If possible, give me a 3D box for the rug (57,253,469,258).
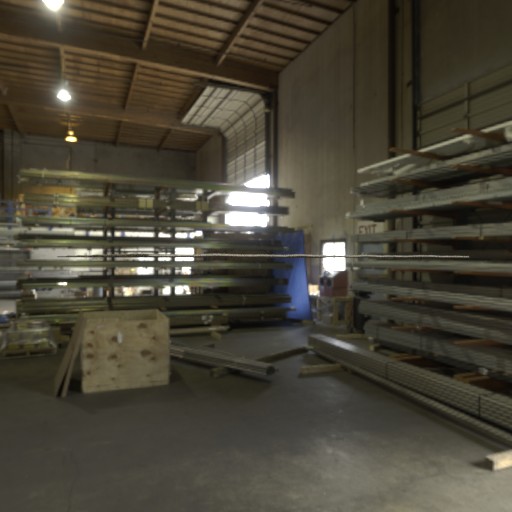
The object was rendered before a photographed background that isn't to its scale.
[{"bbox_3d":[0.000,0.000,3.345,2.455,0.025,1.964,0,0,-34],"label":"rug"}]
